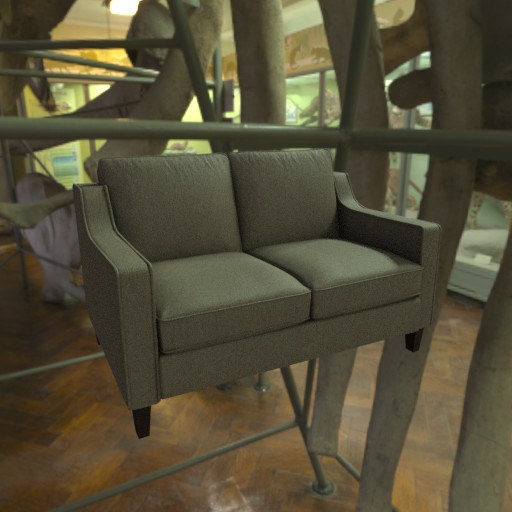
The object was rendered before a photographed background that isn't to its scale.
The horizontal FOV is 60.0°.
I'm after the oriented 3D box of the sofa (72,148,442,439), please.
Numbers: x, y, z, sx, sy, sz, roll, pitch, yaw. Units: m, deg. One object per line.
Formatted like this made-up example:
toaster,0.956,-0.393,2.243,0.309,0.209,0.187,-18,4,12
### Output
sofa,0.000,0.000,2.163,1.503,0.981,0.985,-8,18,-27
